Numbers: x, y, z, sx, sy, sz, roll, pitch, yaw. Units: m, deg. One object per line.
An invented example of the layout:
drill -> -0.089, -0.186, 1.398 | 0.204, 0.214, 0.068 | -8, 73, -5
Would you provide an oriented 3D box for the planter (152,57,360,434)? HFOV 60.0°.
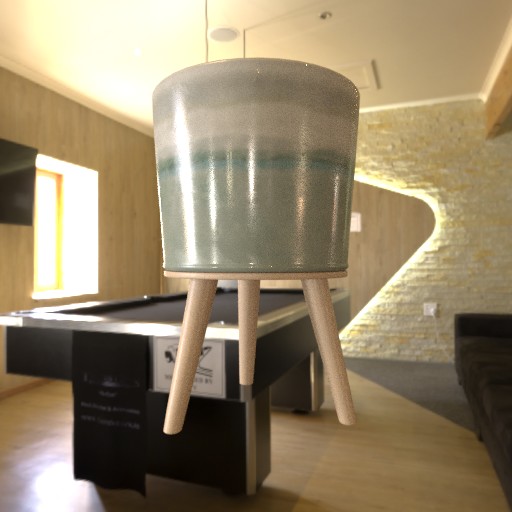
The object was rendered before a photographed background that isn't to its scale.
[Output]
planter -> 0.000, 0.000, 0.578 | 0.265, 0.404, 0.265 | 0, 0, 36
